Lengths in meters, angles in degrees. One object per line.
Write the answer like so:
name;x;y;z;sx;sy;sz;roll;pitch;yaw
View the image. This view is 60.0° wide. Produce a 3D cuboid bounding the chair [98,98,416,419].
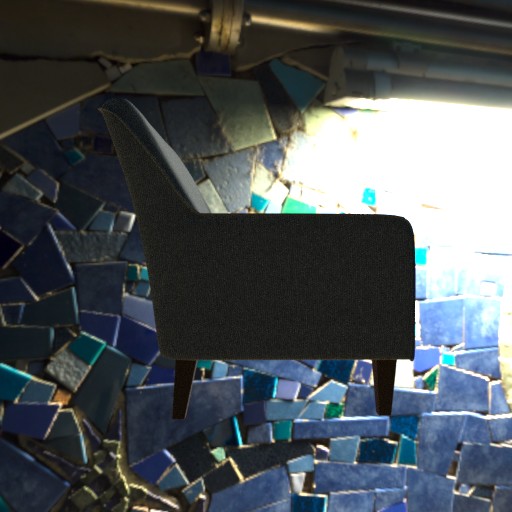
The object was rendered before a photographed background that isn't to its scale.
chair;0.000;0.000;1.628;0.899;0.919;0.780;0;1;-1
